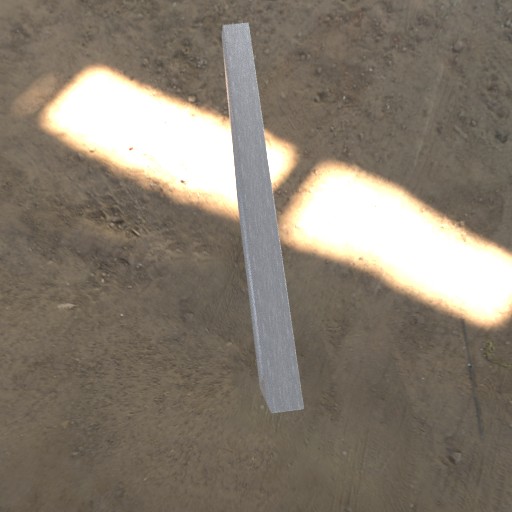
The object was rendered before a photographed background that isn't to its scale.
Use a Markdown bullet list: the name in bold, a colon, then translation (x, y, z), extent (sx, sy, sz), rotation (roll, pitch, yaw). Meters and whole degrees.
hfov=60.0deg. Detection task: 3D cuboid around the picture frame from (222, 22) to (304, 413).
- **picture frame**: translation (0.000, 0.000, 0.534), extent (0.027, 0.378, 0.327), rotation (-7, 75, -2)
